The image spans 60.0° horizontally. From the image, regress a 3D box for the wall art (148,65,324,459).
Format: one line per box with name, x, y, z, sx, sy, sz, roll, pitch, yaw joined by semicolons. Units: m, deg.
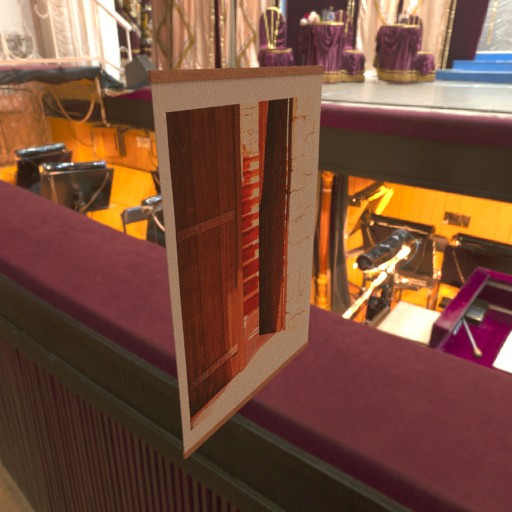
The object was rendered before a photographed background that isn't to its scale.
wall art;0.000;0.000;1.946;0.019;1.527;1.019;17;29;33
